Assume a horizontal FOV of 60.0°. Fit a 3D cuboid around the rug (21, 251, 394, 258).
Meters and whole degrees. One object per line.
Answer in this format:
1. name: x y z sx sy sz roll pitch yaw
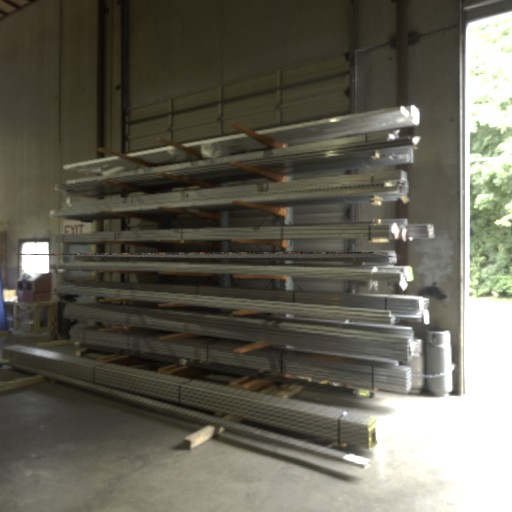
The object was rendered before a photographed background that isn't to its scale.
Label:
1. rug: 0.000 0.000 4.145 2.379 0.011 3.221 0 -1 19
